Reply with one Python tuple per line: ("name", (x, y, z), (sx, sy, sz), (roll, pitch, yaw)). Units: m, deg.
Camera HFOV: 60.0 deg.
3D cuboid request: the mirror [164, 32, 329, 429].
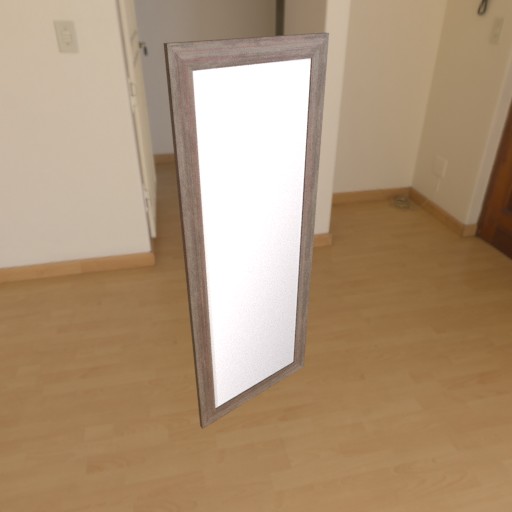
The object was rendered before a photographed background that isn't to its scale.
("mirror", (0.000, 0.000, 2.292), (0.812, 2.032, 0.025), (-22, 37, -32))
